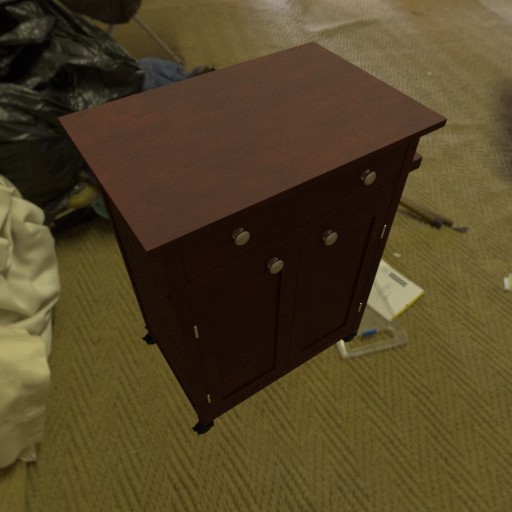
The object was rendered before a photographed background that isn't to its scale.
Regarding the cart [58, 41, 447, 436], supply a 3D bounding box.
[{"bbox_3d":[0.000,0.000,1.234,0.683,0.864,0.442,-26,54,-21],"label":"cart"}]
